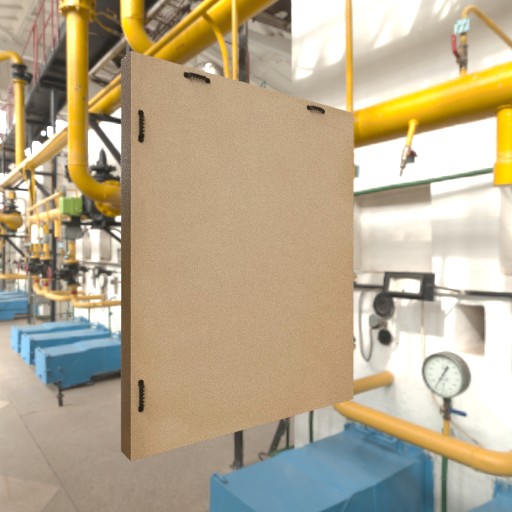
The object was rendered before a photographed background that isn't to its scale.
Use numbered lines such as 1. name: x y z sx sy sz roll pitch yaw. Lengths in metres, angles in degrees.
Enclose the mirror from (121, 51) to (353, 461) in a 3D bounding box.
1. mirror: 0.000 0.000 0.679 0.405 0.508 0.041 0 0 -36
